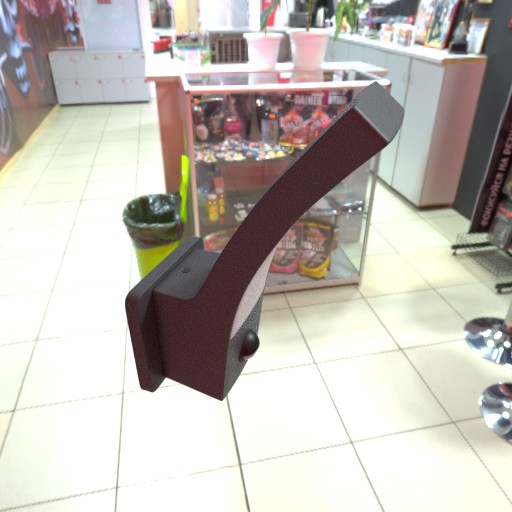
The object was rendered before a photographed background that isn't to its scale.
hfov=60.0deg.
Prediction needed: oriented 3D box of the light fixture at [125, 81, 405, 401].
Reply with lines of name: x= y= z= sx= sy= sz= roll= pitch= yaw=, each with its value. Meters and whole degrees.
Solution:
light fixture: x=0.000 y=0.000 z=0.327 sx=0.174 sy=0.243 sz=0.108 roll=11 pitch=32 yaw=18
